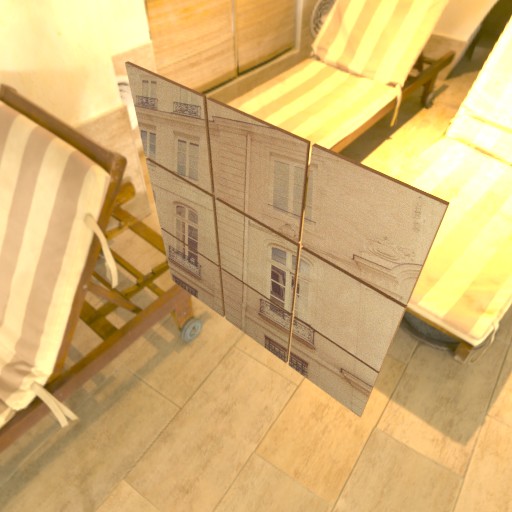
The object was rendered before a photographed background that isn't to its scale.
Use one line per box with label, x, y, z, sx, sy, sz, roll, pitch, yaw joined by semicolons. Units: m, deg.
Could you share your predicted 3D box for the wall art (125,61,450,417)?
wall art;0.000;0.000;1.333;0.915;0.913;0.018;32;55;26
